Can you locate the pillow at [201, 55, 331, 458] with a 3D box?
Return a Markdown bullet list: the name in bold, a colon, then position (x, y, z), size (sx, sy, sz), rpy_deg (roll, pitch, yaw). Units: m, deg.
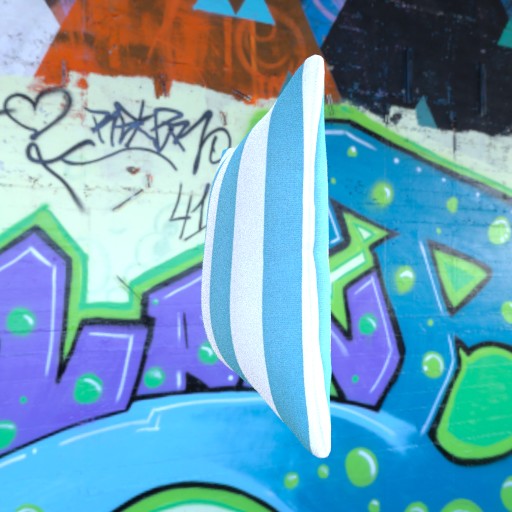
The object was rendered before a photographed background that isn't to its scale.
- **pillow**: position (0.000, 0.000, 0.818), size (0.189, 0.526, 0.536), rpy_deg (0, -1, -19)
